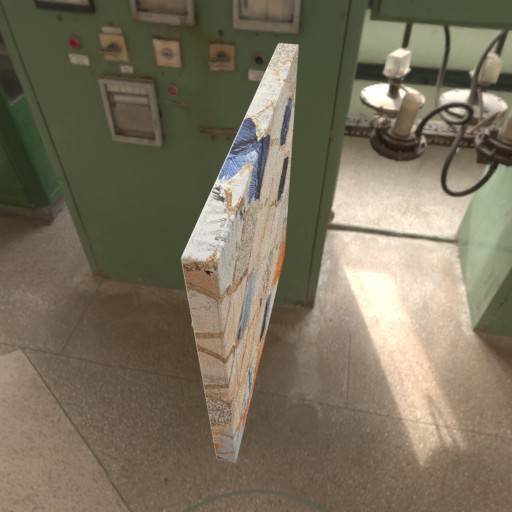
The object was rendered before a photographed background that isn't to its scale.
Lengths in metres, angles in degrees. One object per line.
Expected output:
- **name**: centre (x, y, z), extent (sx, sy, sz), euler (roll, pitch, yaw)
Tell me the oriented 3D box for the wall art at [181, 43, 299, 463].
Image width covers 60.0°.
- **wall art**: centre (0.000, 0.000, 0.749), extent (0.038, 0.508, 0.507), euler (9, 47, 8)
